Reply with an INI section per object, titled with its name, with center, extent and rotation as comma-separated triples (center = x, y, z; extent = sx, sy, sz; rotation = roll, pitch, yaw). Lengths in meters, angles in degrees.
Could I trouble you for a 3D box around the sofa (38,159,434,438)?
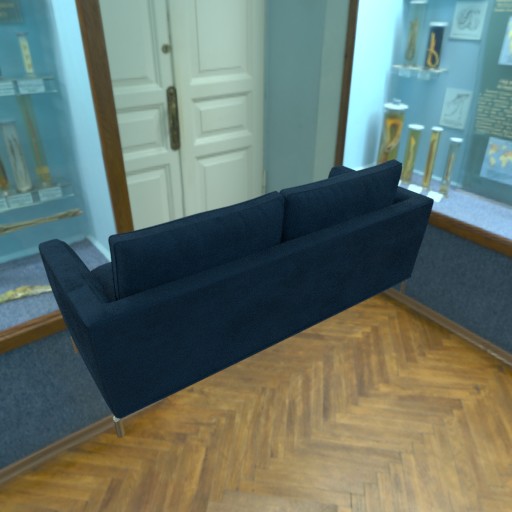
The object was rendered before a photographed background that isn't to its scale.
[sofa]
center = 0.000, 0.000, 2.690
extent = 2.212, 0.998, 0.853
rotation = -19, 35, -30
